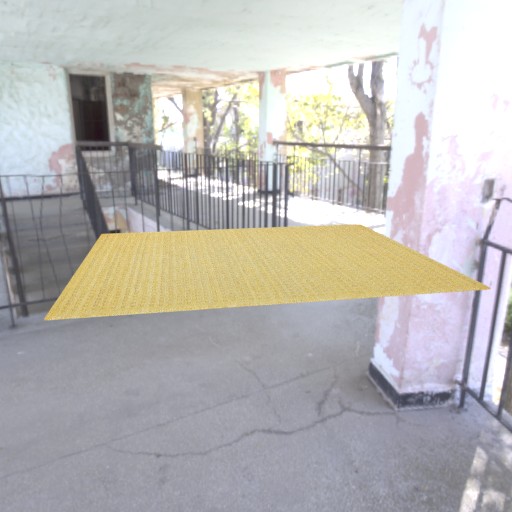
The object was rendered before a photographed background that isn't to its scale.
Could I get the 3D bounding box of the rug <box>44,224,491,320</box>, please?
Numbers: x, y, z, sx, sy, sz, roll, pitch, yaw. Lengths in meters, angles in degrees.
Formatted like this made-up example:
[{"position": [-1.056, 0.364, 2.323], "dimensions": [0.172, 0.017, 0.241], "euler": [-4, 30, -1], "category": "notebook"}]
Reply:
[{"position": [0.000, 0.000, 4.327], "dimensions": [3.242, 0.015, 2.486], "euler": [-3, 16, -10], "category": "rug"}]
